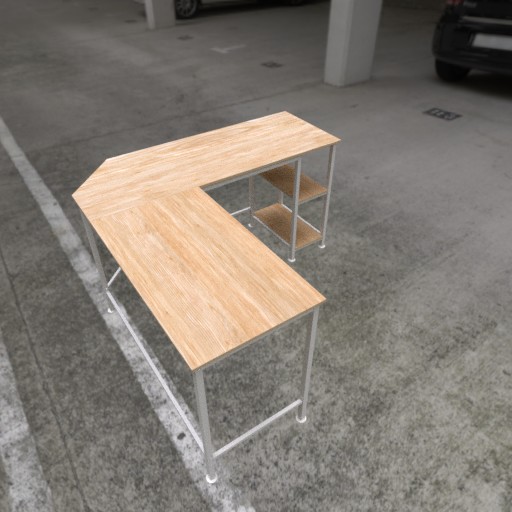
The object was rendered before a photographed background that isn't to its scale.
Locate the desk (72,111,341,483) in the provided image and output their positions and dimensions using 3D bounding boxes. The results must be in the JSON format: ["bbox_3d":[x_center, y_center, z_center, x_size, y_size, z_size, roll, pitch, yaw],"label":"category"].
[{"bbox_3d":[0.000,0.000,2.220,1.379,0.739,1.379,-23,45,-26],"label":"desk"}]
